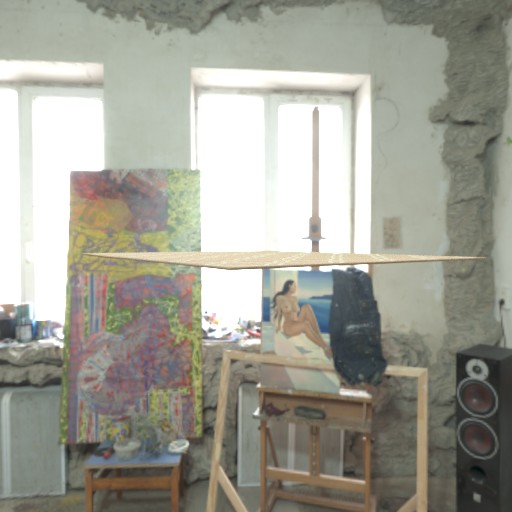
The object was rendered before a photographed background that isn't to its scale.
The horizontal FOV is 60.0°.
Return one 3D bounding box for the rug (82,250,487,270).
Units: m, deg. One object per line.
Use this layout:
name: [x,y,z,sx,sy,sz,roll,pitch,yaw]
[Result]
rug: [0.000,0.000,3.918,2.288,0.018,2.895,-1,2,-34]
